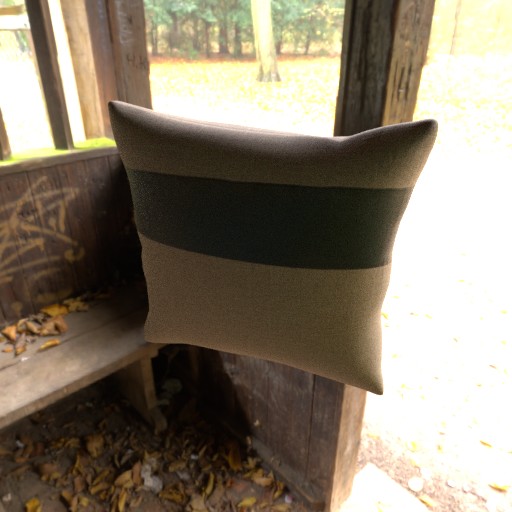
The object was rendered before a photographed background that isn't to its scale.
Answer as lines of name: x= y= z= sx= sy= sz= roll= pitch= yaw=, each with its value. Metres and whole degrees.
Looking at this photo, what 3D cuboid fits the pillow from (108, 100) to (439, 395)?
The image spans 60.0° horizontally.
pillow: x=0.000 y=0.000 z=0.623 sx=0.414 sy=0.399 sz=0.173 roll=9 pitch=29 yaw=16
